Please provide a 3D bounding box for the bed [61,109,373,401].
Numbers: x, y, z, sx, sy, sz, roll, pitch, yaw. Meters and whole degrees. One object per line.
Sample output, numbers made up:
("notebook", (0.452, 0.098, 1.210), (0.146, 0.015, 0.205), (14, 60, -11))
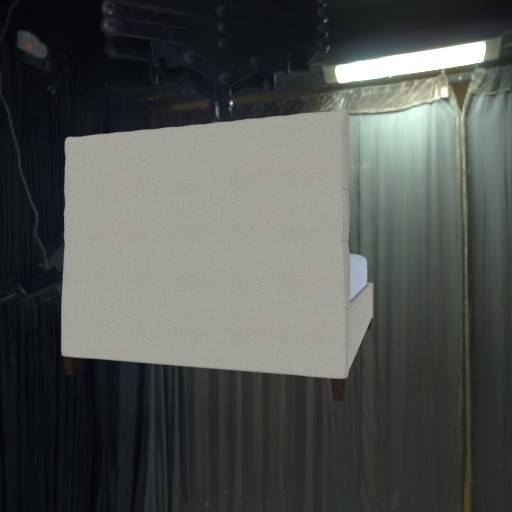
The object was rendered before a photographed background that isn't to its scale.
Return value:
("bed", (0.000, 0.000, 3.508), (1.698, 1.427, 2.387), (0, 0, 18))
